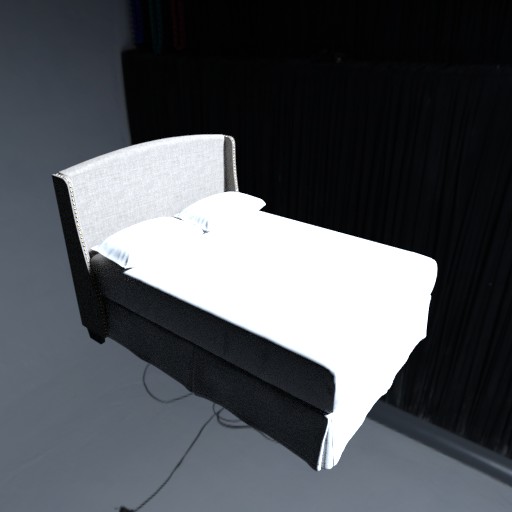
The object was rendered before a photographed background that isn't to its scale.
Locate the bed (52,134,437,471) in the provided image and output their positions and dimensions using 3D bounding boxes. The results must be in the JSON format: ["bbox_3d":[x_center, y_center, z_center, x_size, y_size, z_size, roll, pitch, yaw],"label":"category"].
[{"bbox_3d":[0.000,0.000,3.275,2.237,1.407,1.710,19,32,33],"label":"bed"}]
